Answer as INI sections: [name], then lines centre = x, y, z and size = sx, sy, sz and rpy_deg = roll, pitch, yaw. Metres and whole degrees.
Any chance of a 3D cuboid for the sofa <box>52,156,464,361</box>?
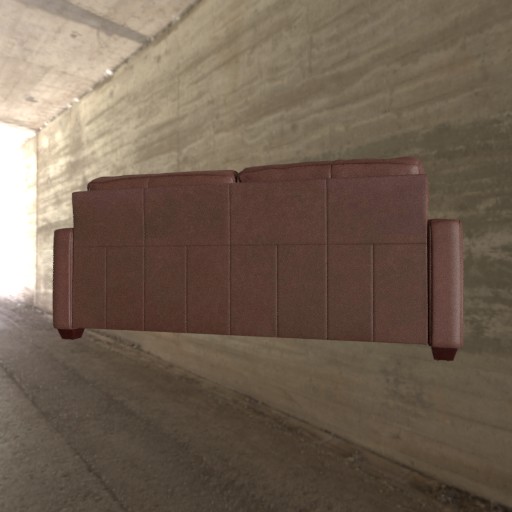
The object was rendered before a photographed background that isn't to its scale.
[sofa]
centre = 0.000, 0.000, 2.554
size = 2.080, 0.919, 0.940
rpy_deg = 0, -1, 16
